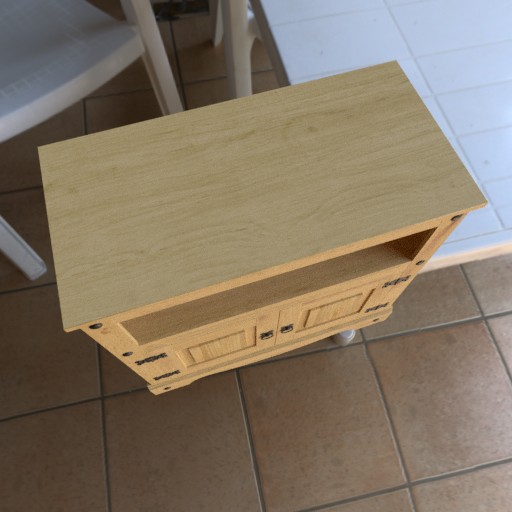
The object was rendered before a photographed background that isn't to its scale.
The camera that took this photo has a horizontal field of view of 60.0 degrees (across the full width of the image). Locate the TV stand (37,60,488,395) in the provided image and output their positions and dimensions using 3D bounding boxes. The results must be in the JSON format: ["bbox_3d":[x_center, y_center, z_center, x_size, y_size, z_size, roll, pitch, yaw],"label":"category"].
[{"bbox_3d":[0.000,0.000,1.278,0.851,0.787,0.430,-16,66,-8],"label":"TV stand"}]
